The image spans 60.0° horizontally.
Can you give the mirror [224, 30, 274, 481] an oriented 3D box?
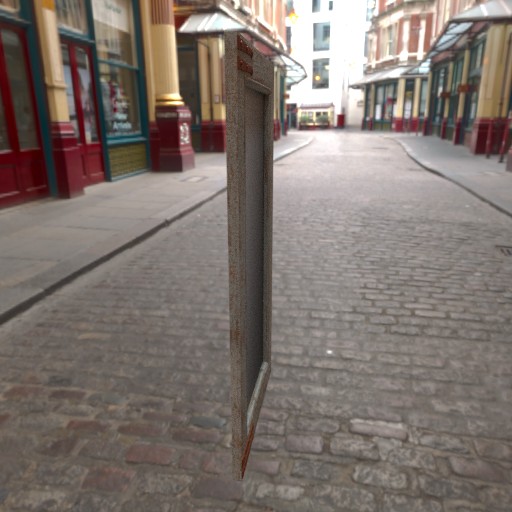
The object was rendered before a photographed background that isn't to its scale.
[{"bbox_3d":[0.000,0.000,1.092,0.027,0.922,0.472,3,17,9],"label":"mirror"}]
